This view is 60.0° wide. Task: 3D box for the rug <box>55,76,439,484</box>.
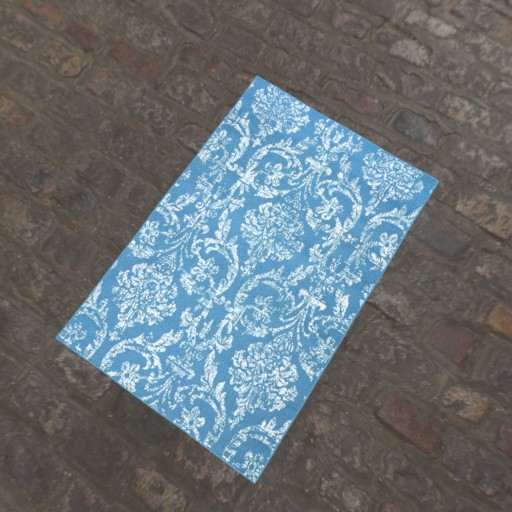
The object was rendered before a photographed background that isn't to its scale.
[{"bbox_3d":[0.000,0.000,2.337,1.211,0.012,1.833,33,78,8],"label":"rug"}]
